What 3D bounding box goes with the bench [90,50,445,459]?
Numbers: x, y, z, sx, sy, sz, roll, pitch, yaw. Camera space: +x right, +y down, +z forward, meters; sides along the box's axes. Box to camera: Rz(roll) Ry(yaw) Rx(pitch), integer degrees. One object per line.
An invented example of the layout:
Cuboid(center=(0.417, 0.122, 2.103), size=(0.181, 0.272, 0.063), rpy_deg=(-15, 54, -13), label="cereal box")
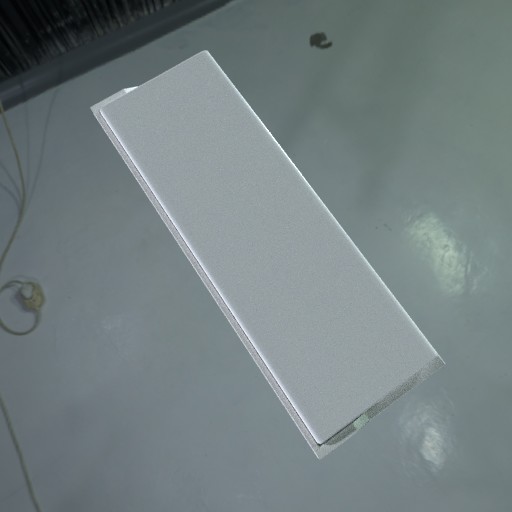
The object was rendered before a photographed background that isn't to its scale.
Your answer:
Cuboid(center=(0.000, 0.000, 1.297), size=(0.346, 0.589, 0.987), rpy_deg=(-33, 77, -8), label="bench")
